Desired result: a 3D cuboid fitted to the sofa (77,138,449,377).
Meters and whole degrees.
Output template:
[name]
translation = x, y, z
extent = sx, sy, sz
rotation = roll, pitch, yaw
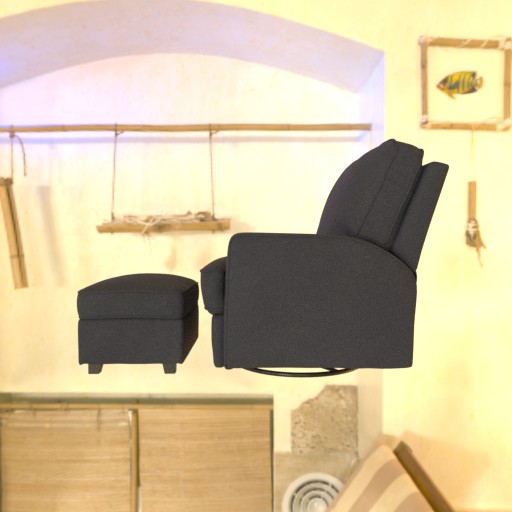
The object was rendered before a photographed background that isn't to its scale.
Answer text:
[sofa]
translation = 0.000, 0.000, 2.054
extent = 1.472, 0.959, 0.861
rotation = 0, 1, -1
